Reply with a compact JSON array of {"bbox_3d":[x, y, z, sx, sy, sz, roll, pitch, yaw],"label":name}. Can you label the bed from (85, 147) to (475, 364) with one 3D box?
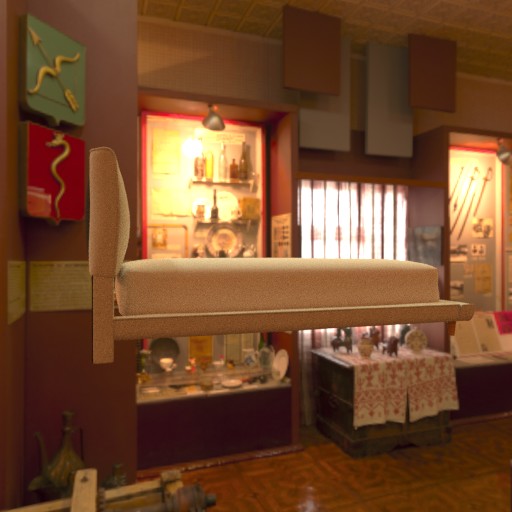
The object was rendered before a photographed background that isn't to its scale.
[{"bbox_3d":[0.000,0.000,3.349,2.368,1.067,1.840,0,0,-18],"label":"bed"}]
